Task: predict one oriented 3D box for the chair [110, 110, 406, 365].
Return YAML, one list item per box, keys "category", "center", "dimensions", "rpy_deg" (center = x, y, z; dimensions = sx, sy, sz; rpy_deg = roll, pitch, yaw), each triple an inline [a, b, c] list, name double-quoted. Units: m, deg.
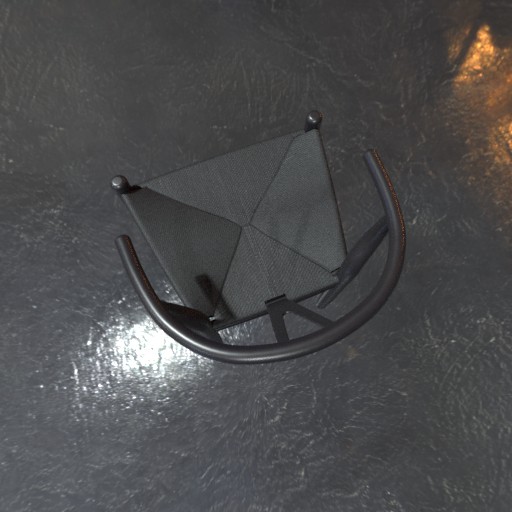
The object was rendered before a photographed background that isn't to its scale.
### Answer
- category: "chair"
  center: [0.000, 0.000, 1.154]
  dimensions: [0.569, 0.730, 0.579]
  rpy_deg: [-20, 74, -6]
